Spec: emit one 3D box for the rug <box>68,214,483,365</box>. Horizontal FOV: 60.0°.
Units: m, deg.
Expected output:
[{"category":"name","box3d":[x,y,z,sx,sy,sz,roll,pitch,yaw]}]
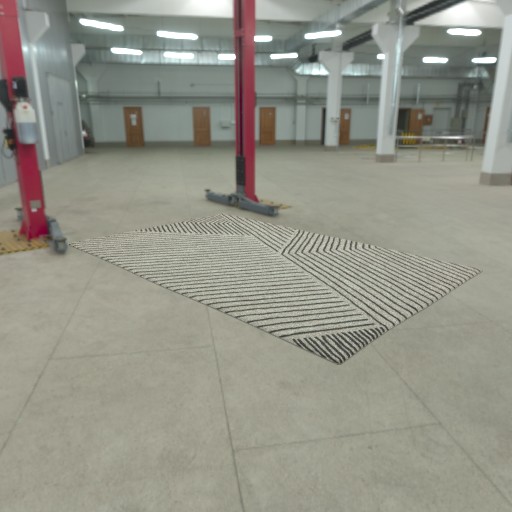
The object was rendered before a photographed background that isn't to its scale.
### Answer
[{"category":"rug","box3d":[0.000,0.000,3.001,2.406,0.023,1.539,16,23,42]}]
